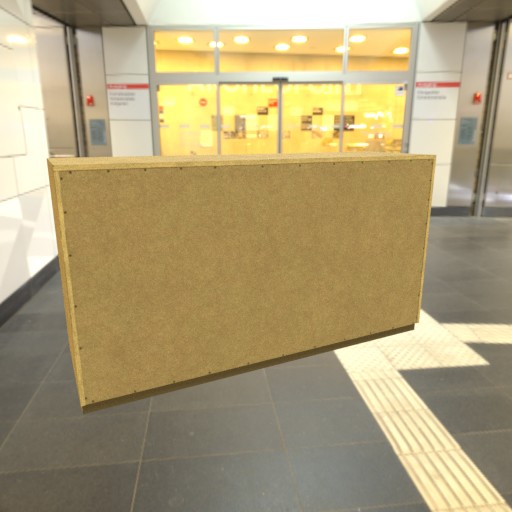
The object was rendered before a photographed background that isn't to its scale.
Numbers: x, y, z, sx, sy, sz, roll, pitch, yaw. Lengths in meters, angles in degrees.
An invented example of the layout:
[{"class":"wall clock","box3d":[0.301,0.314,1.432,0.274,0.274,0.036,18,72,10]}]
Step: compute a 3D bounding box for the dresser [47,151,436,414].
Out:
[{"class":"dresser","box3d":[0.000,0.000,2.026,1.628,0.889,0.483,-7,17,-25]}]
